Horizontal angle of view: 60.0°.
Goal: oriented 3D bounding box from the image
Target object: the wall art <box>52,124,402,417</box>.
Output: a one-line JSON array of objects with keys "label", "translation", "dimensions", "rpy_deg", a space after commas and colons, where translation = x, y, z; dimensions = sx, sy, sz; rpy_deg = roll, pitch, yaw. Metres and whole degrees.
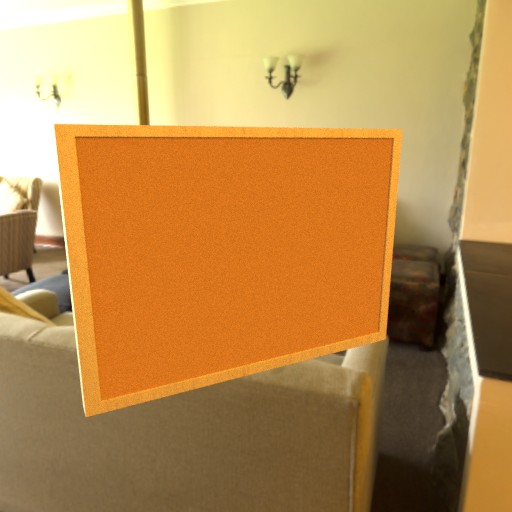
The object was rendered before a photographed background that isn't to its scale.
[{"label": "wall art", "translation": [0.000, 0.000, 0.682], "dimensions": [0.532, 0.380, 0.032], "rpy_deg": [-7, 16, -26]}]
